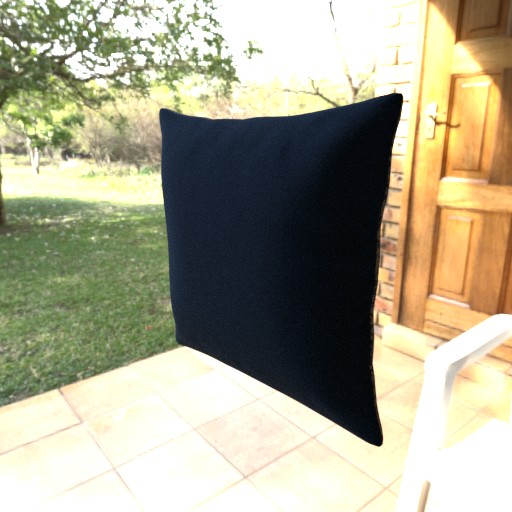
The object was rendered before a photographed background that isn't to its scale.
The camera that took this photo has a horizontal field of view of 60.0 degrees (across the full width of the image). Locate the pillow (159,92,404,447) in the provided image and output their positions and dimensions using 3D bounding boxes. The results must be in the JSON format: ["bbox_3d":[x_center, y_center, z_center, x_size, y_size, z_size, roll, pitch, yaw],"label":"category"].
[{"bbox_3d":[0.000,0.000,0.775,0.523,0.510,0.166,15,21,43],"label":"pillow"}]
